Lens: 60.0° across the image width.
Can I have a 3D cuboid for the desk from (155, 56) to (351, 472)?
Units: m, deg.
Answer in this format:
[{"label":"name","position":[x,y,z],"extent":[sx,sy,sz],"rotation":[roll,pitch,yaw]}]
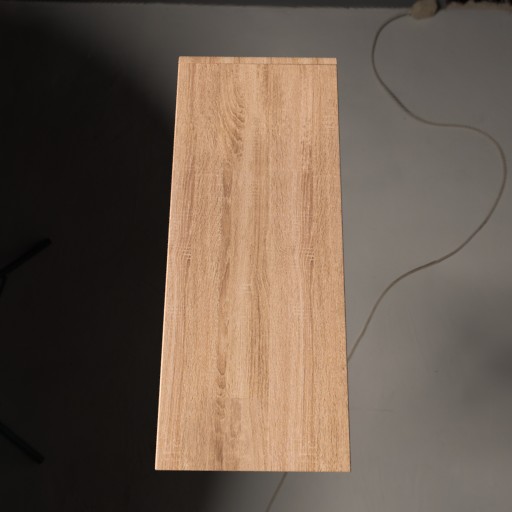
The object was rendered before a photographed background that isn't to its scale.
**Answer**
[{"label":"desk","position":[0.000,0.000,1.640],"extent":[0.500,0.750,1.300],"rotation":[1,77,0]}]
